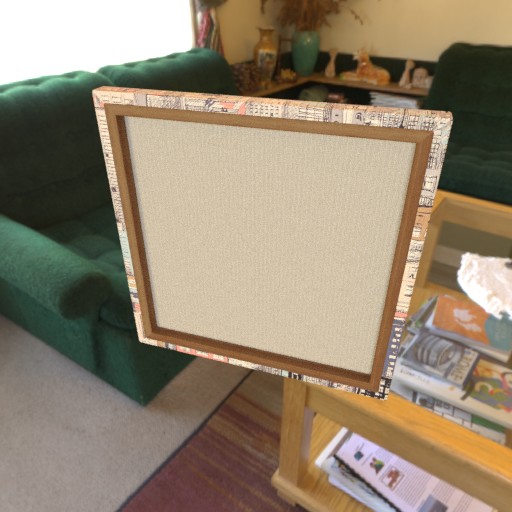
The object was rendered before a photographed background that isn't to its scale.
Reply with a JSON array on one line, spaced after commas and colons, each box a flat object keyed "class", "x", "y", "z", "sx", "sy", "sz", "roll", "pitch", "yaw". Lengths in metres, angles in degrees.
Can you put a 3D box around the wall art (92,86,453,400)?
[{"class": "wall art", "x": 0.000, "y": 0.000, "z": 0.891, "sx": 0.607, "sy": 0.608, "sz": 0.038, "roll": 10, "pitch": 34, "yaw": 15}]
